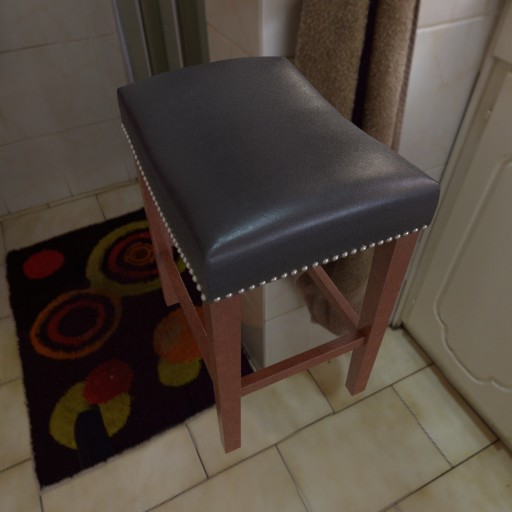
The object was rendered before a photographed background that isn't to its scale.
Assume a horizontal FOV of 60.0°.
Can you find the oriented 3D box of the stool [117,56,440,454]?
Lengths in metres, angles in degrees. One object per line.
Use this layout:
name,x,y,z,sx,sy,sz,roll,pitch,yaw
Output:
stool,0.000,0.000,0.944,0.372,0.654,0.504,-18,49,-17
